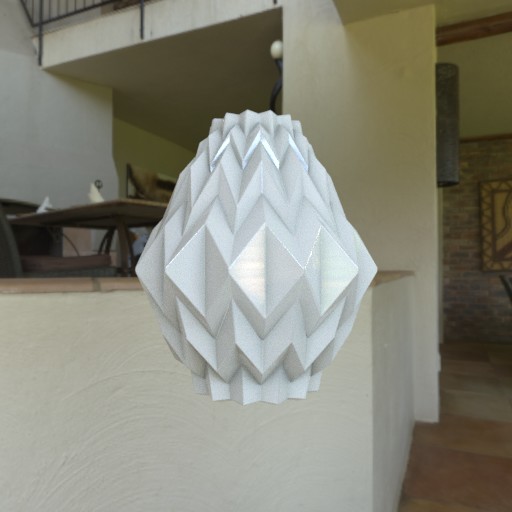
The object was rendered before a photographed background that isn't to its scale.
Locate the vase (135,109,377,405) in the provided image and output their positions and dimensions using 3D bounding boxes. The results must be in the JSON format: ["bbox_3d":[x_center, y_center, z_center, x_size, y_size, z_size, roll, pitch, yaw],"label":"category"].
[{"bbox_3d":[0.000,0.000,0.310,0.164,0.185,0.164,0,-1,0],"label":"vase"}]
